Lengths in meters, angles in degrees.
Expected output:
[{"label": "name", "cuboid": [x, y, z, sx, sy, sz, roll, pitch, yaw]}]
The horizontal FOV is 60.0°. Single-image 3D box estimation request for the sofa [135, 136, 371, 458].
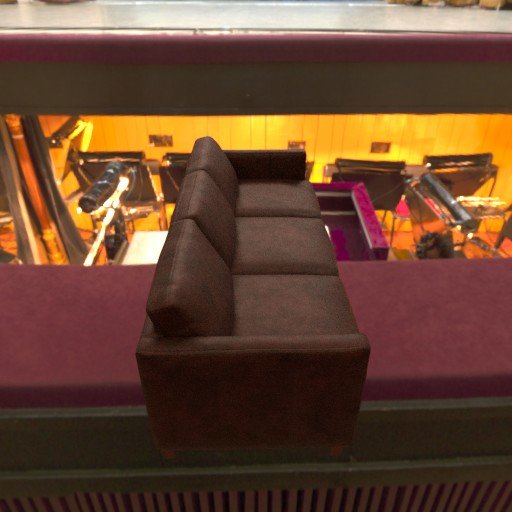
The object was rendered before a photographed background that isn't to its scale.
[{"label": "sofa", "cuboid": [0.000, 0.000, 2.996, 1.045, 1.006, 2.464, -1, 33, -1]}]
